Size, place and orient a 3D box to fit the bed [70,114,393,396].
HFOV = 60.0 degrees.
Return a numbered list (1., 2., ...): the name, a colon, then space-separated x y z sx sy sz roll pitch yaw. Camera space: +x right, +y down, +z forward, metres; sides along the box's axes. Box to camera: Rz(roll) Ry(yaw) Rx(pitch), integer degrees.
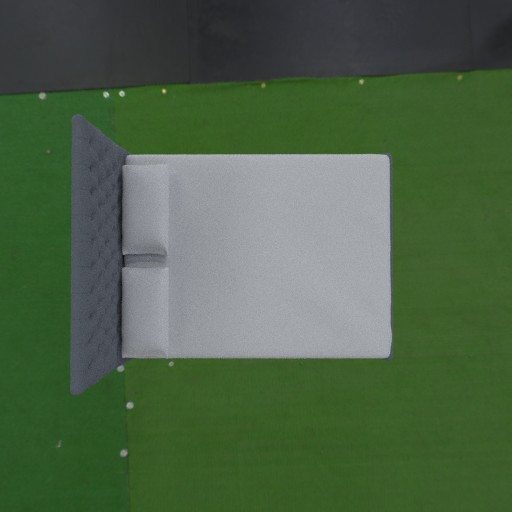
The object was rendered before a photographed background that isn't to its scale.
1. bed: 0.000 0.000 3.336 2.231 1.427 1.698 0 89 0
